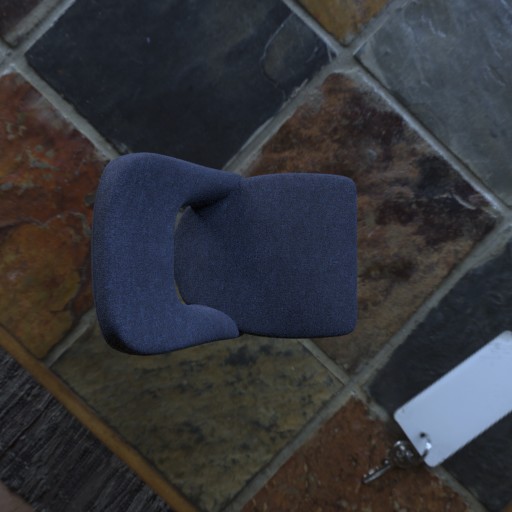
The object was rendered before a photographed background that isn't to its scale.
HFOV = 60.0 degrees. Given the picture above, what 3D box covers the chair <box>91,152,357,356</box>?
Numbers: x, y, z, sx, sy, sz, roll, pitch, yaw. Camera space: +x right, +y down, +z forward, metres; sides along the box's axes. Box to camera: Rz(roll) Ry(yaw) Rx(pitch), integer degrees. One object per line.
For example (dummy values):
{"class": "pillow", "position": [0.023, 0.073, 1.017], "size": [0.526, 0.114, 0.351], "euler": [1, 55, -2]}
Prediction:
{"class": "chair", "position": [0.000, 0.000, 1.275], "size": [0.612, 0.931, 0.470], "euler": [0, 90, 0]}
